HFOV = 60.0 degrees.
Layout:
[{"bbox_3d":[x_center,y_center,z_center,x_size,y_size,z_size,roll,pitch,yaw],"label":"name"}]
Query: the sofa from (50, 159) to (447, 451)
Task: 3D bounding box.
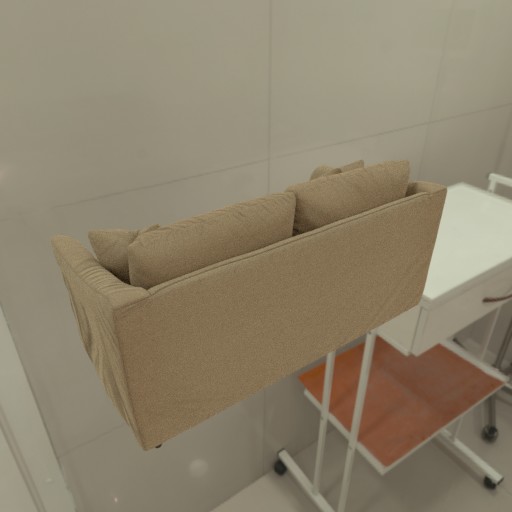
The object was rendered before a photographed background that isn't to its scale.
[{"bbox_3d":[0.000,0.000,2.599,2.010,1.018,1.072,-20,36,-30],"label":"sofa"}]
